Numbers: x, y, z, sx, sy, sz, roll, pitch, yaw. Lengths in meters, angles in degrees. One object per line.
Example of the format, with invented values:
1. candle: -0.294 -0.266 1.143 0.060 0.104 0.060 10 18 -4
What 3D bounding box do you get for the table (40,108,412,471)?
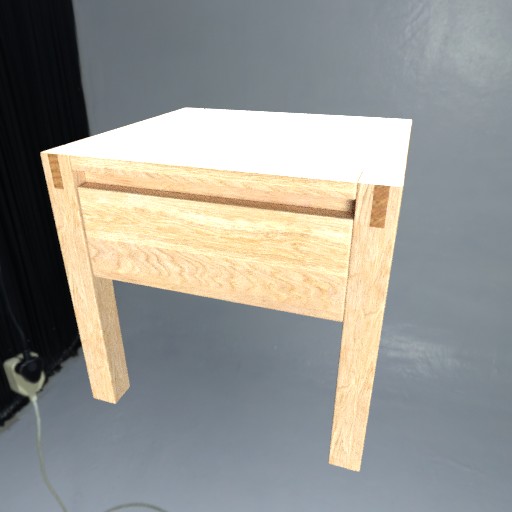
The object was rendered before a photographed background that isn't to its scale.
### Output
1. table: 0.000 0.000 0.827 0.480 0.450 0.440 9 28 17
